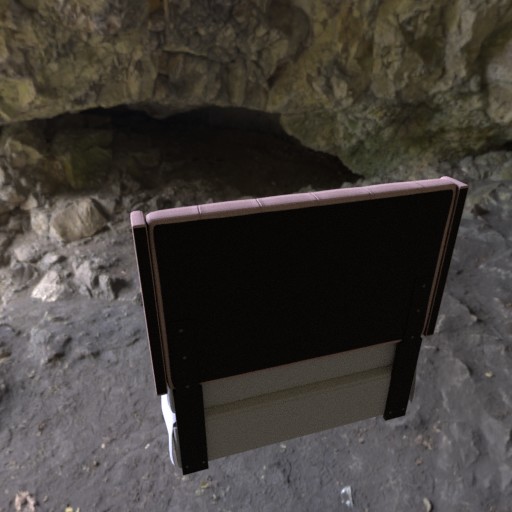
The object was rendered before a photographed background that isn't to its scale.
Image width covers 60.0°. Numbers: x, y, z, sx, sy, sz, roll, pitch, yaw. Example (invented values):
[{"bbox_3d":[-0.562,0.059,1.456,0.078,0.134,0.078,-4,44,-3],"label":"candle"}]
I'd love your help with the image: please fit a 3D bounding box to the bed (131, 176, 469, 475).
[{"bbox_3d":[0.000,0.000,3.317,1.719,1.665,2.066,-8,30,-15],"label":"bed"}]
